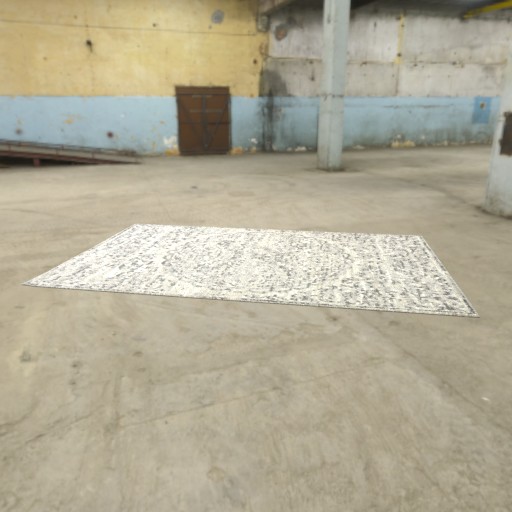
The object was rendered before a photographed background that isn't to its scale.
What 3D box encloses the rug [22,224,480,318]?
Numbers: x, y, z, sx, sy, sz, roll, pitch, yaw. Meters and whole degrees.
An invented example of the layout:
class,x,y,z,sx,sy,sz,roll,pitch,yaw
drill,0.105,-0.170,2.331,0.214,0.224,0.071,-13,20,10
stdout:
class,x,y,z,sx,sy,sz,roll,pitch,yaw
rug,0.000,0.000,3.043,2.447,0.021,1.527,3,18,9
